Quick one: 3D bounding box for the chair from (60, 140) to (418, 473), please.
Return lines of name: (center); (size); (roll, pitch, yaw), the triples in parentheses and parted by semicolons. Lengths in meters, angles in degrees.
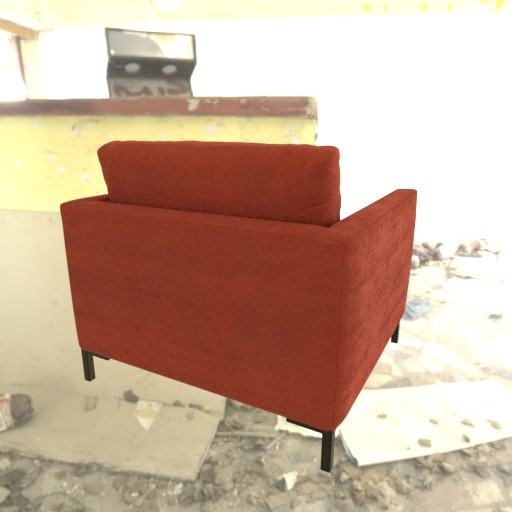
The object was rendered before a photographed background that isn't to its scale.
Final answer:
chair: (0.000, 0.000, 1.584); (0.964, 0.812, 0.875); (9, 19, 28)
